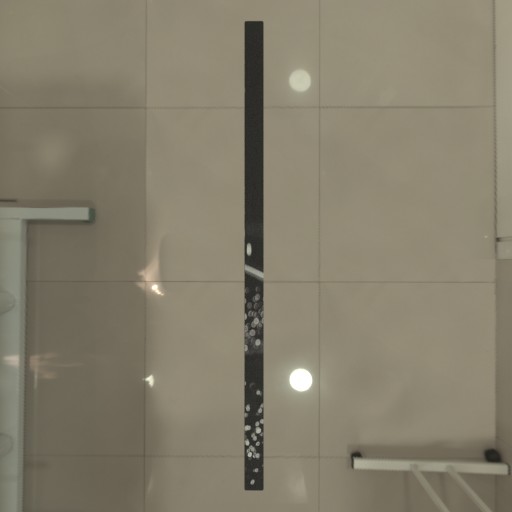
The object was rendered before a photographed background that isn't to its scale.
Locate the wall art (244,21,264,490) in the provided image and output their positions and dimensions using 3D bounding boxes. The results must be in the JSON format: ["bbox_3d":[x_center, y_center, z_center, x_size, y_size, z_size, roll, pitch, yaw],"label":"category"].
[{"bbox_3d":[0.000,0.000,1.165,0.038,0.609,0.914,0,90,1],"label":"wall art"}]
